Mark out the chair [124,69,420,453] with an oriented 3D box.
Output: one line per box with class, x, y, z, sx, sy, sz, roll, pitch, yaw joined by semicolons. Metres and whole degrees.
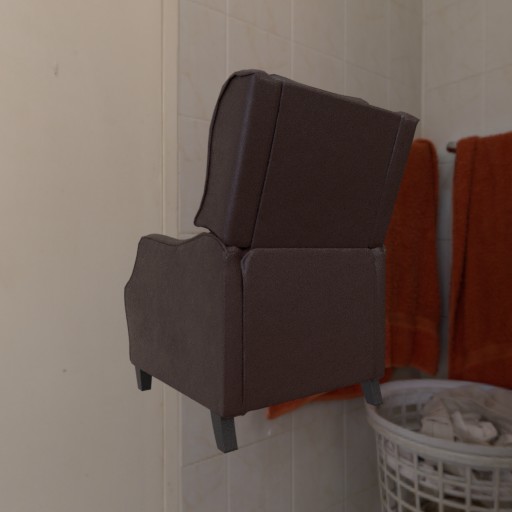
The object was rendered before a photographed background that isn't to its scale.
chair;0.000;0.000;1.758;0.770;1.132;0.982;-1;1;-36
